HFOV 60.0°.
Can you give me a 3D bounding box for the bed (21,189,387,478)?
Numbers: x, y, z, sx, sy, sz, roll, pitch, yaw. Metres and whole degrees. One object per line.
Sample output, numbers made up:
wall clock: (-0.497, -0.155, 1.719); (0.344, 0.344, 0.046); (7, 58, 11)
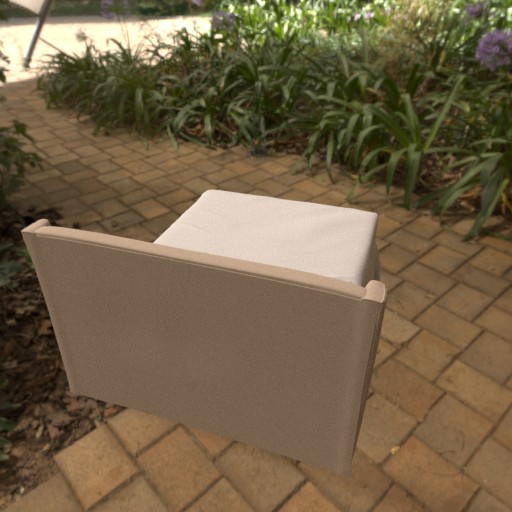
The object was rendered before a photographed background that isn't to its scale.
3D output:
bed: (0.000, 0.000, 3.345); (1.925, 1.332, 2.276); (10, 34, 16)
